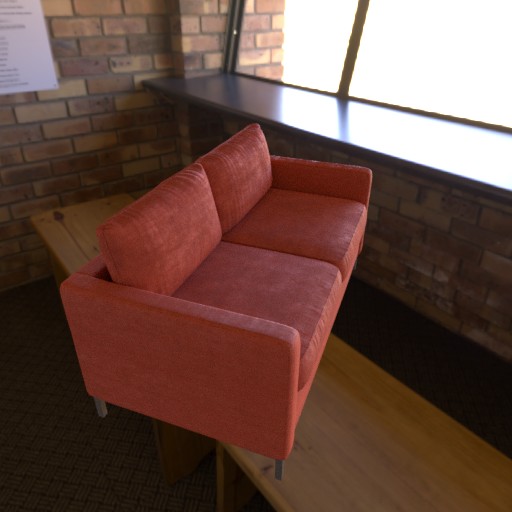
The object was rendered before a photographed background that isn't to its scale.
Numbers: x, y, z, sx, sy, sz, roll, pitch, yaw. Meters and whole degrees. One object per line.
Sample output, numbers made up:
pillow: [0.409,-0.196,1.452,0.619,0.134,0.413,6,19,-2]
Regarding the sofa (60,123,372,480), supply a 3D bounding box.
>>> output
sofa: [0.000,0.000,2.105,0.864,0.896,1.574,11,32,18]
